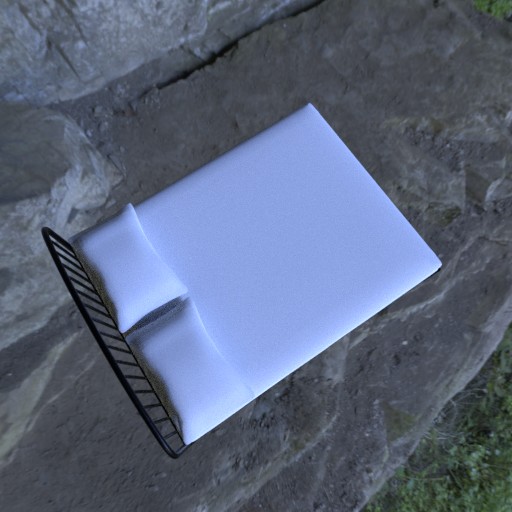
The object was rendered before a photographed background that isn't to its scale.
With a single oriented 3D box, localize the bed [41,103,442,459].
[{"bbox_3d":[0.000,0.000,3.118,2.159,1.166,1.618,-33,76,-9],"label":"bed"}]
